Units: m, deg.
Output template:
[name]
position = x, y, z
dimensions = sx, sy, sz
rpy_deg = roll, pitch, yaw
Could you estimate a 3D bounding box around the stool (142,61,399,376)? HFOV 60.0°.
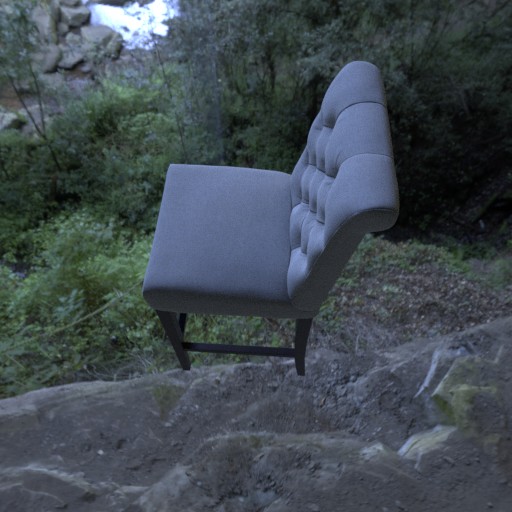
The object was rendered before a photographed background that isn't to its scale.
[stool]
position = 0.000, 0.000, 1.443
dimensions = 0.601, 1.140, 0.493
rpy_deg = 3, 59, 2
